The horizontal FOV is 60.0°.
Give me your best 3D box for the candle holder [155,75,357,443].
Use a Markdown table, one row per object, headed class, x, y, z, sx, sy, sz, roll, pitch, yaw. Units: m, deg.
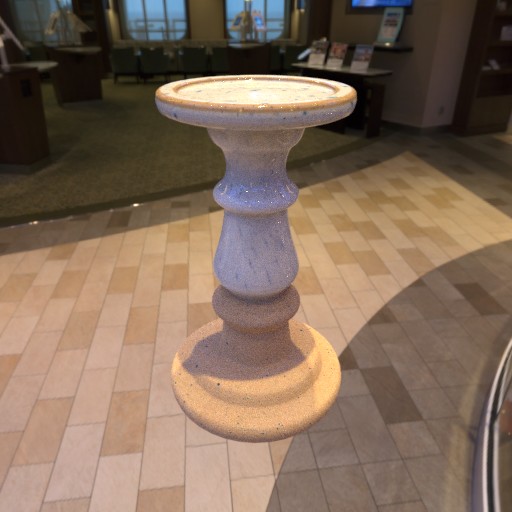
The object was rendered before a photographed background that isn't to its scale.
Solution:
| class | x | y | z | sx | sy | sz | roll | pitch | yaw |
| --- | --- | --- | --- | --- | --- | --- | --- | --- | --- |
| candle holder | 0.000 | 0.000 | 0.280 | 0.123 | 0.202 | 0.123 | 0 | 29 | 0 |
